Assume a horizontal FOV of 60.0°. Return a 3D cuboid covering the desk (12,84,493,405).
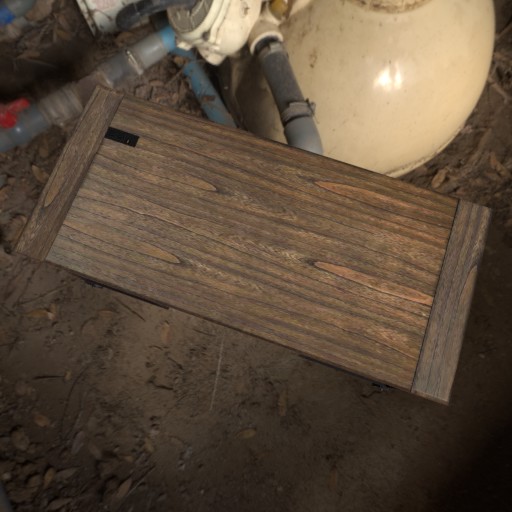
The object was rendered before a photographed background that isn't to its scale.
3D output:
[{"bbox_3d":[0.000,0.000,1.933,1.590,0.751,0.711,19,76,5],"label":"desk"}]
